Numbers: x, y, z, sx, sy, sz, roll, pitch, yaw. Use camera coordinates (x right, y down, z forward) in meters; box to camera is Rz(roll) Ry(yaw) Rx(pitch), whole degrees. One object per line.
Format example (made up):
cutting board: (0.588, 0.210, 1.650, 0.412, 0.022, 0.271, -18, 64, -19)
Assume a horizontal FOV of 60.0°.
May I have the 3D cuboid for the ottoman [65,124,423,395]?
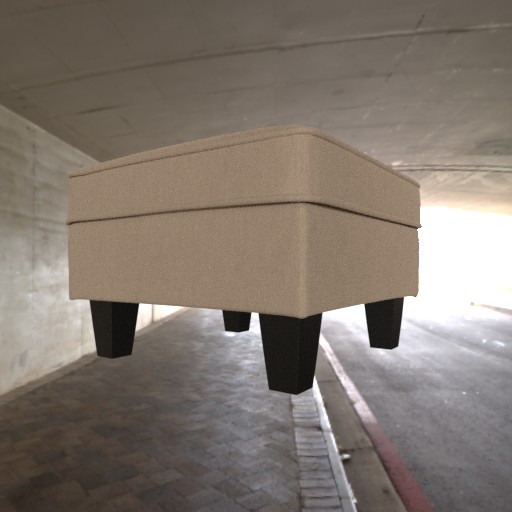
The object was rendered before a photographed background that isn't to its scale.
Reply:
ottoman: (0.000, 0.000, 1.023, 0.613, 0.438, 0.616, -1, -1, 35)
